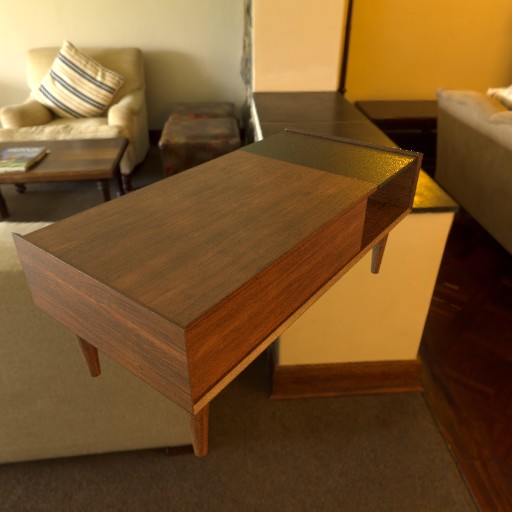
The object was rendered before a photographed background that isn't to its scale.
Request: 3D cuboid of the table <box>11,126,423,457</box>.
[{"bbox_3d":[0.000,0.000,1.498,0.610,0.508,1.221,22,38,31],"label":"table"}]
